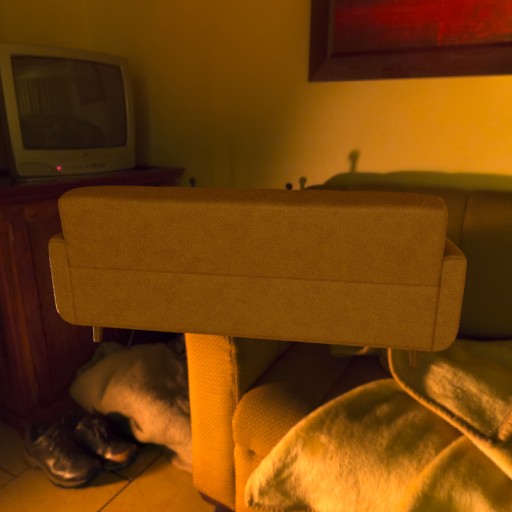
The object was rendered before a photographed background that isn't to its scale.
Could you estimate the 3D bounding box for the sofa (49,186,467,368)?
[{"bbox_3d":[0.000,0.000,2.666,2.137,0.892,0.980,3,16,9],"label":"sofa"}]
